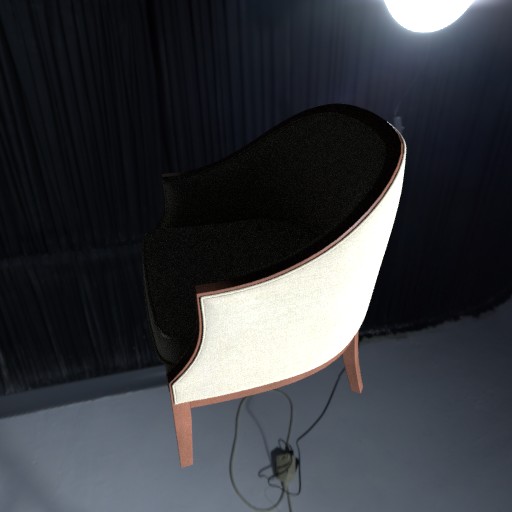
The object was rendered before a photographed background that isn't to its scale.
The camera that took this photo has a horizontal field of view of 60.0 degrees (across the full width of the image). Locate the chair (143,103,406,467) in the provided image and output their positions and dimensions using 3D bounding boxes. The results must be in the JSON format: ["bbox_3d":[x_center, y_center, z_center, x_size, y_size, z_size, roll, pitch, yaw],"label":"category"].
[{"bbox_3d":[0.000,0.000,1.447,0.735,0.876,0.803,-8,32,-14],"label":"chair"}]
